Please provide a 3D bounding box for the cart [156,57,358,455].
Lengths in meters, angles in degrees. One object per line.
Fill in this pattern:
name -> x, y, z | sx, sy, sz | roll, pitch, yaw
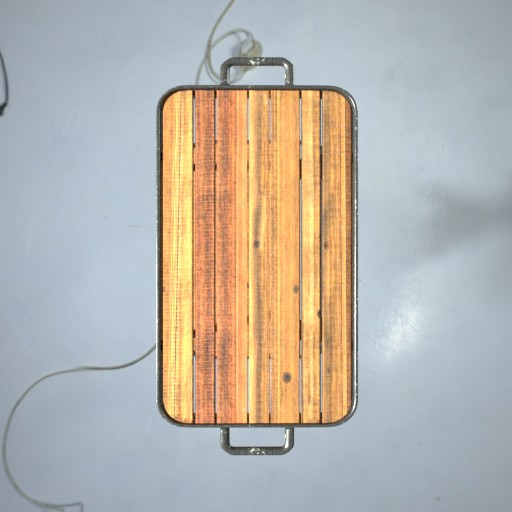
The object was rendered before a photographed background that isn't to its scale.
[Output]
cart -> 0.000, 0.000, 1.242 | 0.515, 0.700, 0.806 | 0, 90, 0
